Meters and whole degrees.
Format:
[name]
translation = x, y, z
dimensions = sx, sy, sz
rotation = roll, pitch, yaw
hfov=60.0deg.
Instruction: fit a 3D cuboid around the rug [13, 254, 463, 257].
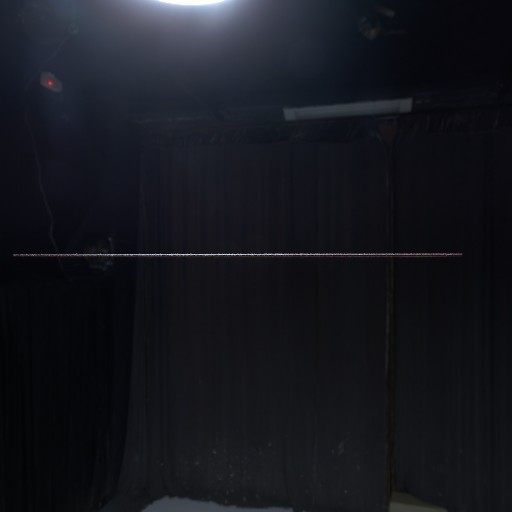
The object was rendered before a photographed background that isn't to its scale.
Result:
[rug]
translation = 0.000, 0.000, 3.990
dimensions = 3.053, 0.013, 2.387
rotation = 0, 0, 16
